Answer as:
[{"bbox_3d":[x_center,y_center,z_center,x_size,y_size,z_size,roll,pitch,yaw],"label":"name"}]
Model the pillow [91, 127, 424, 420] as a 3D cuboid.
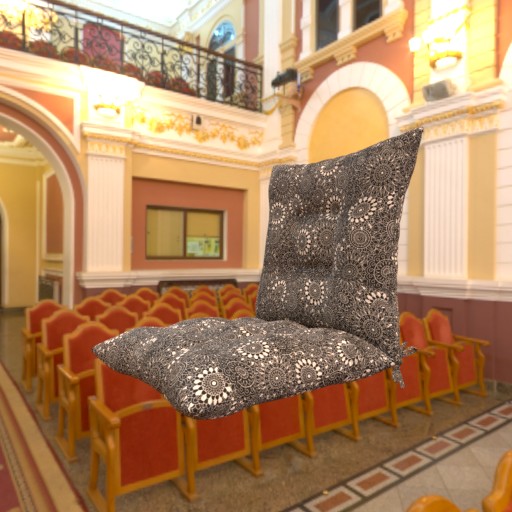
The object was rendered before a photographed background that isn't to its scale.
[{"bbox_3d":[0.000,0.000,0.981,0.585,0.536,0.541,0,1,-35],"label":"pillow"}]
